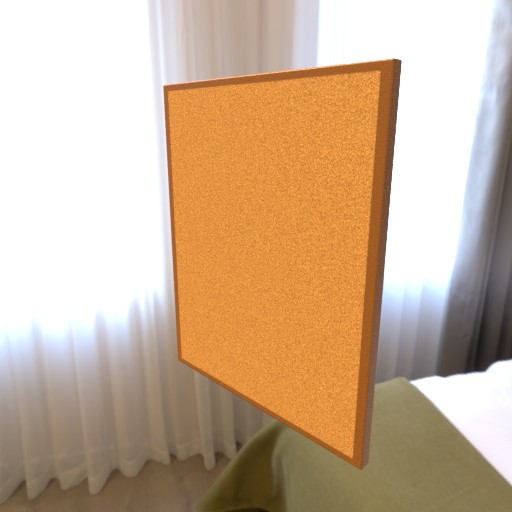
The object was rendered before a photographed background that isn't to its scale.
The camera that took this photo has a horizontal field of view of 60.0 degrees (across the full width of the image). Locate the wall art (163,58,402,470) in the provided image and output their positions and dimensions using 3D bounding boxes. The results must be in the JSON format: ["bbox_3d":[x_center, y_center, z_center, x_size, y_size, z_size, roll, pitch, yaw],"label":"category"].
[{"bbox_3d":[0.000,0.000,0.498,0.310,0.379,0.015,15,22,43],"label":"wall art"}]
